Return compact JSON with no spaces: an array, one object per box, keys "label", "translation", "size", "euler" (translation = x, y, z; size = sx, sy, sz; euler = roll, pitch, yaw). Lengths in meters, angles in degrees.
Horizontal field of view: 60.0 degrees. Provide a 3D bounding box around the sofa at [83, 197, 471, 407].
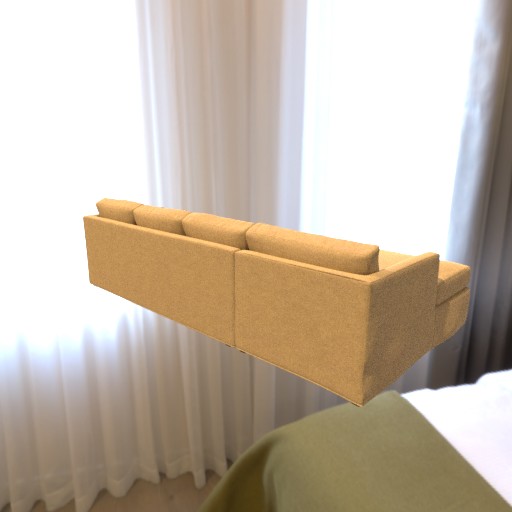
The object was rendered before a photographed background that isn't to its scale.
[{"label":"sofa","translation":[0.000,0.000,3.942],"size":[3.198,0.920,1.638],"euler":[13,19,42]}]
